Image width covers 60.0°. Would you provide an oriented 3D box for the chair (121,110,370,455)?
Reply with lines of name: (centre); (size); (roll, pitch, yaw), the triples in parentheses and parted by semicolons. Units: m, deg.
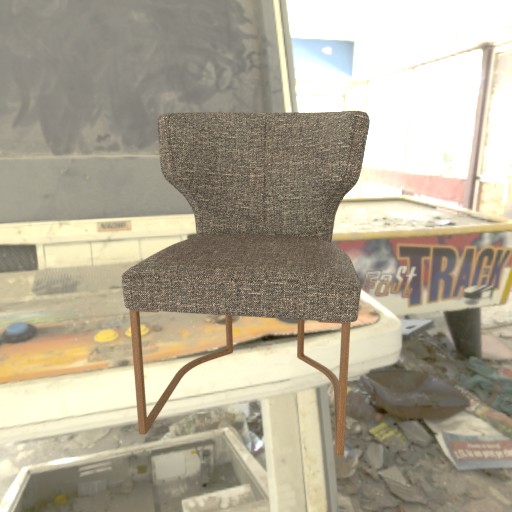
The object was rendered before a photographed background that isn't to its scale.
chair: (0.000, 0.000, 1.281); (0.611, 0.824, 0.617); (2, 14, 9)
